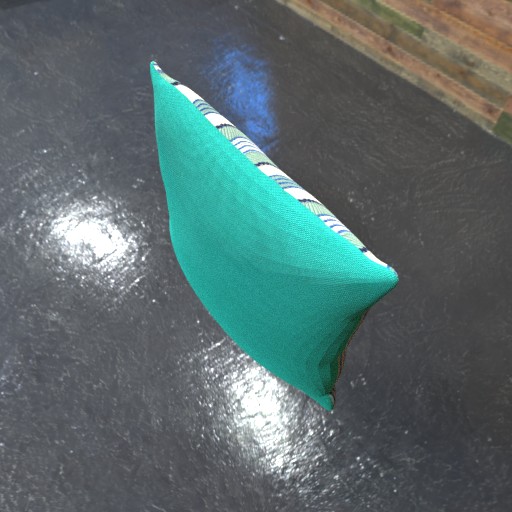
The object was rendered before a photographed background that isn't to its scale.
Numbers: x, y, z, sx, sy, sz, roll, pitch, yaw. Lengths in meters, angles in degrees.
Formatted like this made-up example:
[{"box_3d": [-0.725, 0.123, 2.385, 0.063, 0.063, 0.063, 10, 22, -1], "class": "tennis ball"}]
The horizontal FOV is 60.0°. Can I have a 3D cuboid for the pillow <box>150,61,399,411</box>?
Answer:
[{"box_3d": [0.000, 0.000, 0.673, 0.182, 0.441, 0.440, -34, 64, -19], "class": "pillow"}]
